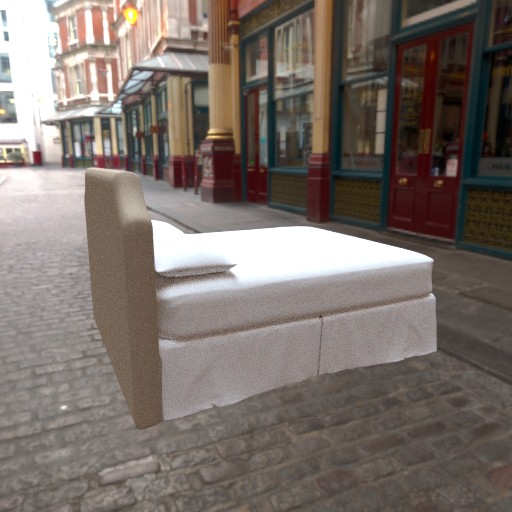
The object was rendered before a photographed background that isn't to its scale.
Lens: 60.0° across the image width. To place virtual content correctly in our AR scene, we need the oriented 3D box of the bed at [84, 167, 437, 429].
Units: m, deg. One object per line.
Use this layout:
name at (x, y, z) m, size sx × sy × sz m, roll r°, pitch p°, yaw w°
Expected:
bed at (0.000, 0.000, 3.332) m, size 2.204 × 1.301 × 1.828 m, roll -6°, pitch 13°, yaw -26°
